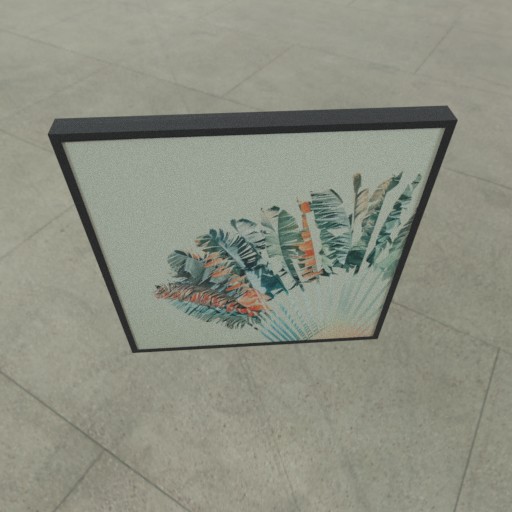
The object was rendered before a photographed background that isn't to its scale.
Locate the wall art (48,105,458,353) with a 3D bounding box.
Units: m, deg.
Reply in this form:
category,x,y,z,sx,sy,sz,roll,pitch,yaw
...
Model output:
category,x,y,z,sx,sy,sz,roll,pitch,yaw
wall art,0.000,0.000,0.746,0.509,0.507,0.037,-3,47,-3
